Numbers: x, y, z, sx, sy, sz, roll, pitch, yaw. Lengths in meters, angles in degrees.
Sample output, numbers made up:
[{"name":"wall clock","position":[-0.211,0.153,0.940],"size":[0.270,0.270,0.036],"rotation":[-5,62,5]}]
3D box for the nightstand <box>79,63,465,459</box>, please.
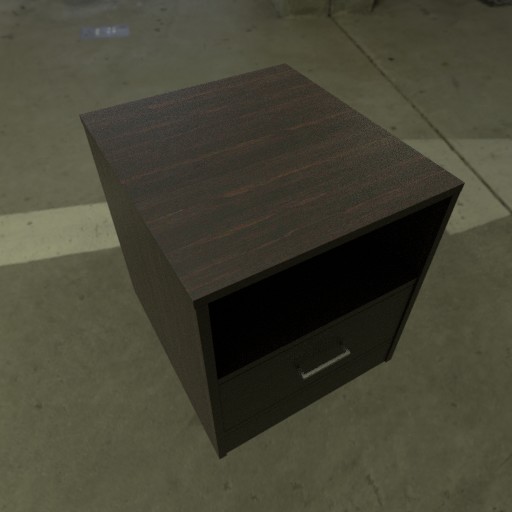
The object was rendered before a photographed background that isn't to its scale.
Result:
[{"name":"nightstand","position":[0.000,0.000,0.820],"size":[0.400,0.460,0.461],"rotation":[-23,50,-20]}]
